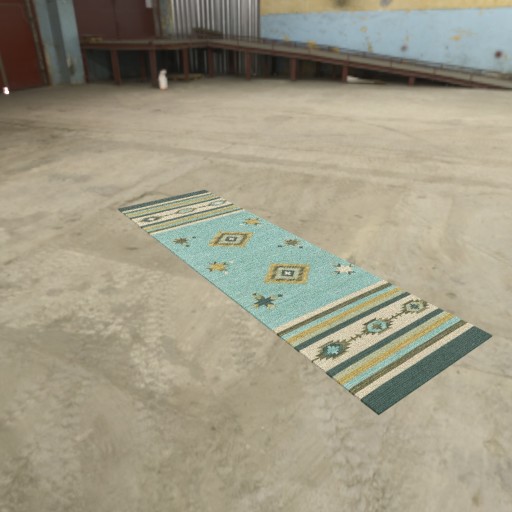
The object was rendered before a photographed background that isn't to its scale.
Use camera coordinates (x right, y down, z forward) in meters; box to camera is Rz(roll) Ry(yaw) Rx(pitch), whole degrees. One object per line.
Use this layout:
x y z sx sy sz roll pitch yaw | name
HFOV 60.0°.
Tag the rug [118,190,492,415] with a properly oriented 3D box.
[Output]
0.000 0.000 2.597 0.744 0.010 2.441 -18 32 -32 | rug
